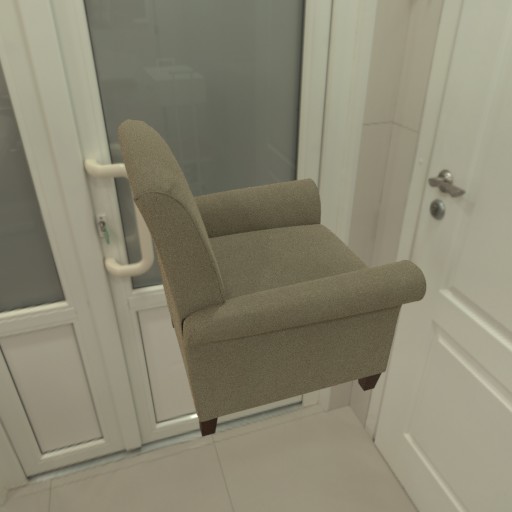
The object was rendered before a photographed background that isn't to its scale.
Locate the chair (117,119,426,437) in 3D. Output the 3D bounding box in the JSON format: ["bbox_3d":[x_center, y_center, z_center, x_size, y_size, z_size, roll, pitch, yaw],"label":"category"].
[{"bbox_3d":[0.000,0.000,1.780,0.905,1.061,0.978,-10,32,-16],"label":"chair"}]
